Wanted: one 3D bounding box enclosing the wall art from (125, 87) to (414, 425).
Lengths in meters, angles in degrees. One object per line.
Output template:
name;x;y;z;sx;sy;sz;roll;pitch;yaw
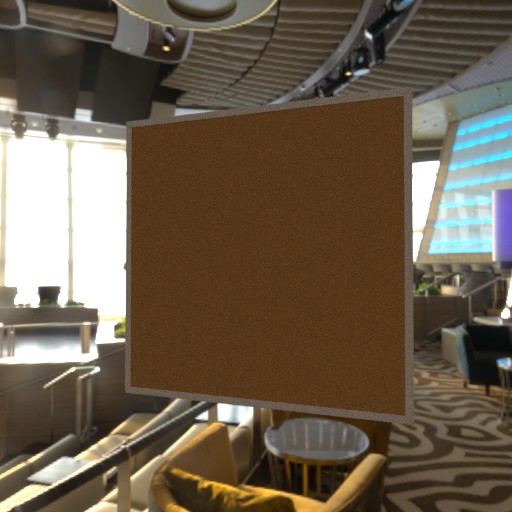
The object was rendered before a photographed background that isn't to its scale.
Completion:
wall art;0.000;0.000;1.141;0.762;0.762;0.038;0;-1;19
